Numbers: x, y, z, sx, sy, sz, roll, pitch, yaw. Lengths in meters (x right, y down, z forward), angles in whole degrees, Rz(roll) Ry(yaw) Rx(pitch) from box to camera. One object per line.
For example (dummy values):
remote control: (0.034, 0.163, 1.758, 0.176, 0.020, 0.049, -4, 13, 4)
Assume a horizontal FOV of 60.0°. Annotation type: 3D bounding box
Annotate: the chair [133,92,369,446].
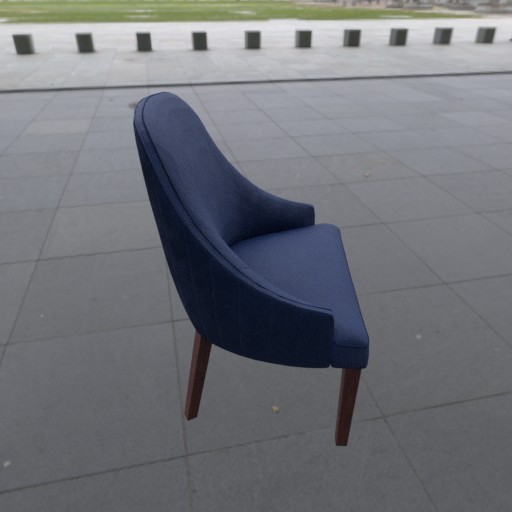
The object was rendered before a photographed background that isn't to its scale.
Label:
chair: (0.000, 0.000, 1.300, 0.575, 0.889, 0.643, 1, 31, 2)
